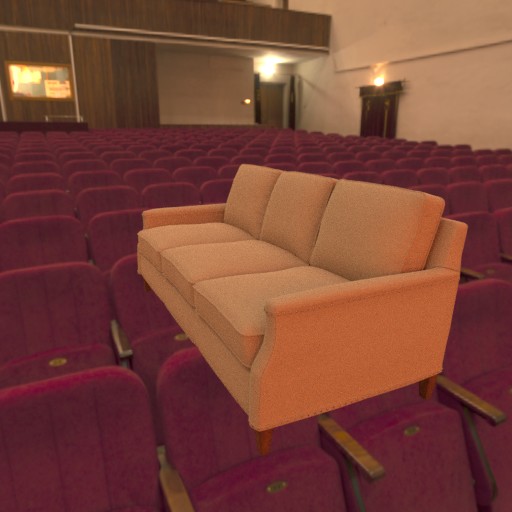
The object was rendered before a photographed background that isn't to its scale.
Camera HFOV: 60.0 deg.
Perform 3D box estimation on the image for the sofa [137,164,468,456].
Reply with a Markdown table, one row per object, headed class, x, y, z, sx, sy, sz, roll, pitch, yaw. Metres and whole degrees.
| class | x | y | z | sx | sy | sz | roll | pitch | yaw |
| --- | --- | --- | --- | --- | --- | --- | --- | --- | --- |
| sofa | 0.000 | 0.000 | 2.776 | 1.084 | 1.003 | 2.246 | -7 | 17 | -25 |
